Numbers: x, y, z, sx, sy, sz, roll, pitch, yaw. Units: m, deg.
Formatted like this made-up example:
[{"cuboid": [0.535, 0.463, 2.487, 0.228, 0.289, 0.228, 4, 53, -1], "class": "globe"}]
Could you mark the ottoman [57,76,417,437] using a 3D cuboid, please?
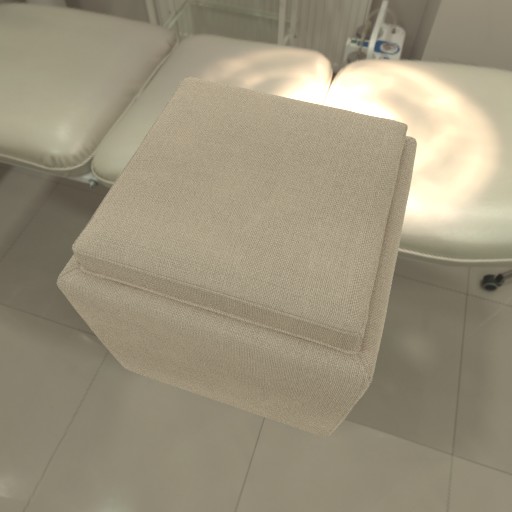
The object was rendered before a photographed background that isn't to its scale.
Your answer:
[{"cuboid": [0.000, 0.000, 0.804, 0.451, 0.460, 0.450, 16, 59, 10], "class": "ottoman"}]
